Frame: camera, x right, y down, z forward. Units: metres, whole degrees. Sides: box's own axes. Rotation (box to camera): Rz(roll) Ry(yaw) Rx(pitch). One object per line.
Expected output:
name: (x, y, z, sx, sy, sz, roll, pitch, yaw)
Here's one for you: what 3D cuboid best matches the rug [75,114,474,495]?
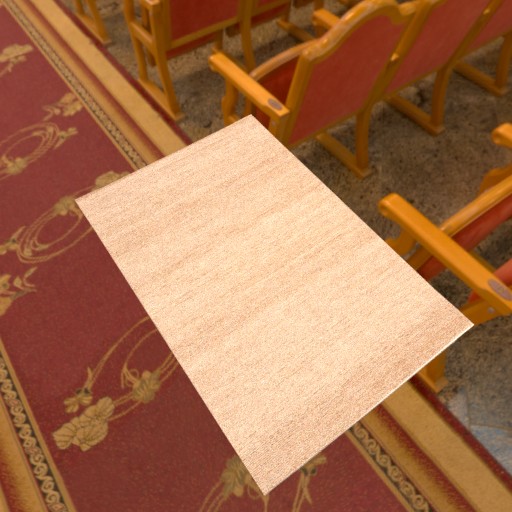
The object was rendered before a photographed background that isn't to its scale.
rug: (0.000, 0.000, 2.942, 1.574, 0.029, 2.346, -31, 62, -18)
